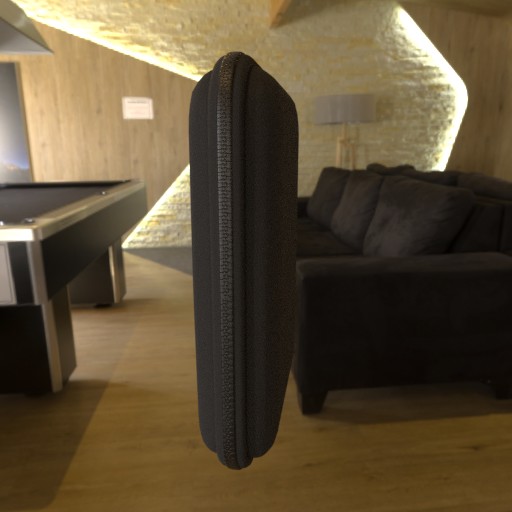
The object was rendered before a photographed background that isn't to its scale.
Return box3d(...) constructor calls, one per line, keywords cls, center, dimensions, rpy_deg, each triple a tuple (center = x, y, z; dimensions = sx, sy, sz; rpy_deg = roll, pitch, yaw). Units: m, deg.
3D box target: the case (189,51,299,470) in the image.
box3d(cls="case", center=(0.000, 0.000, 0.188), dimensions=(0.030, 0.147, 0.107), rpy_deg=(2, 14, 10))
